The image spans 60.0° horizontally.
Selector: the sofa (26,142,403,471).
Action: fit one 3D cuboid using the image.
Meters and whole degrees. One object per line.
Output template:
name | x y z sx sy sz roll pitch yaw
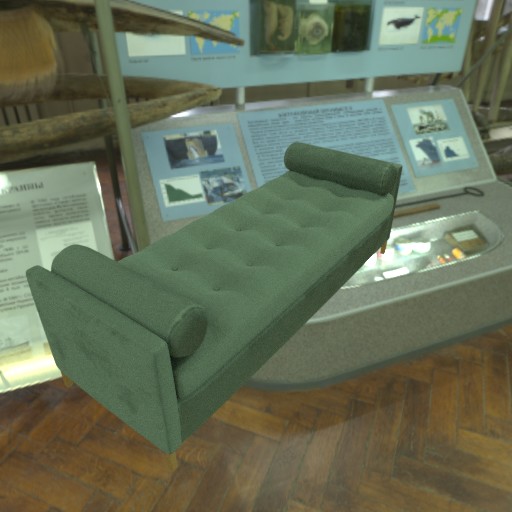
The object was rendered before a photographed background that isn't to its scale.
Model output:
sofa | 0.000 0.000 2.437 0.796 0.705 2.102 22 38 31
